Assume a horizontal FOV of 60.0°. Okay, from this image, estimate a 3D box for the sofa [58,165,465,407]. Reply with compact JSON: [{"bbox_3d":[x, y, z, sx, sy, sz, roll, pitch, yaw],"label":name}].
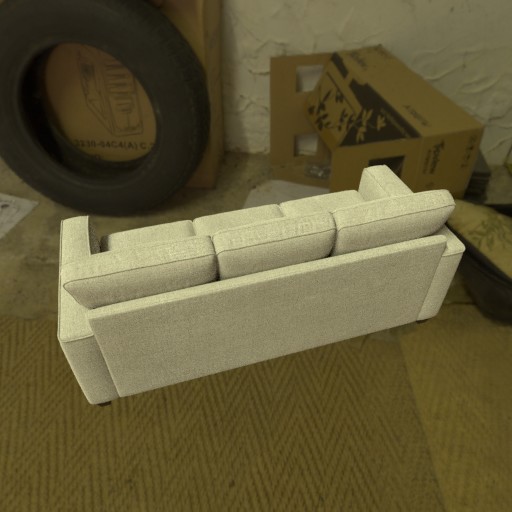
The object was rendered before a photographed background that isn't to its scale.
[{"bbox_3d":[0.000,0.000,2.615,2.133,0.965,0.939,-12,44,-12],"label":"sofa"}]
